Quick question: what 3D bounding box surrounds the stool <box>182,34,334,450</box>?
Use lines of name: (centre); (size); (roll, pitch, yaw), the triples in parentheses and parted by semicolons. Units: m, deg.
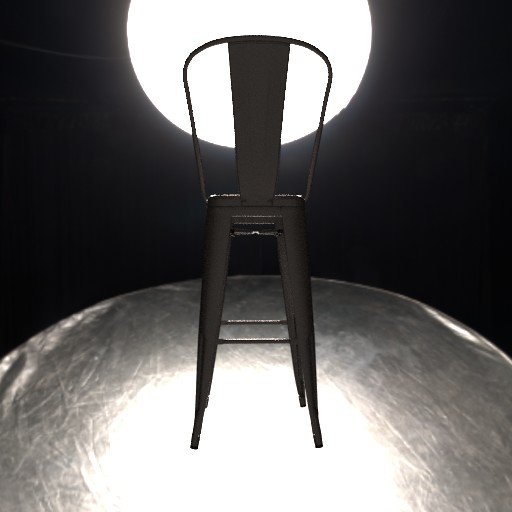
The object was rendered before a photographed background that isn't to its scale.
stool: (0.000, 0.000, 1.347); (0.399, 1.096, 0.513); (0, 0, -2)
